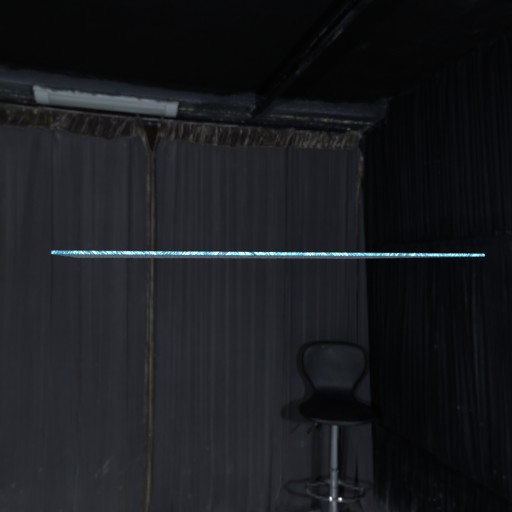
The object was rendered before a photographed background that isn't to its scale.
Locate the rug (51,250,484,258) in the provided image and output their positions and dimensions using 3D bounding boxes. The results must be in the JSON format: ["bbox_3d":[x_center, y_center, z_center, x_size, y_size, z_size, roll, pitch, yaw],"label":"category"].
[{"bbox_3d":[0.000,0.000,2.896,2.277,0.015,1.490,0,-1,-18],"label":"rug"}]
